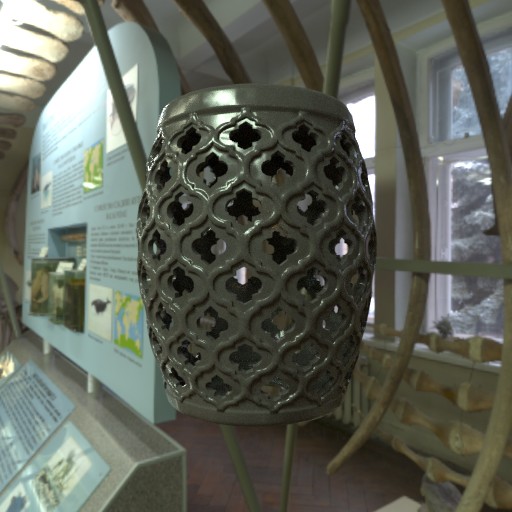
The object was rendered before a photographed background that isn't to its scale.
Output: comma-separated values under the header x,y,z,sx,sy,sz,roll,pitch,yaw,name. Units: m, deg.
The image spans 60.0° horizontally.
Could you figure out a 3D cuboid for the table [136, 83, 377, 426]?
x,y,z,sx,sy,sz,roll,pitch,yaw,name
0.000,0.000,0.620,0.325,0.388,0.325,0,0,0,table
